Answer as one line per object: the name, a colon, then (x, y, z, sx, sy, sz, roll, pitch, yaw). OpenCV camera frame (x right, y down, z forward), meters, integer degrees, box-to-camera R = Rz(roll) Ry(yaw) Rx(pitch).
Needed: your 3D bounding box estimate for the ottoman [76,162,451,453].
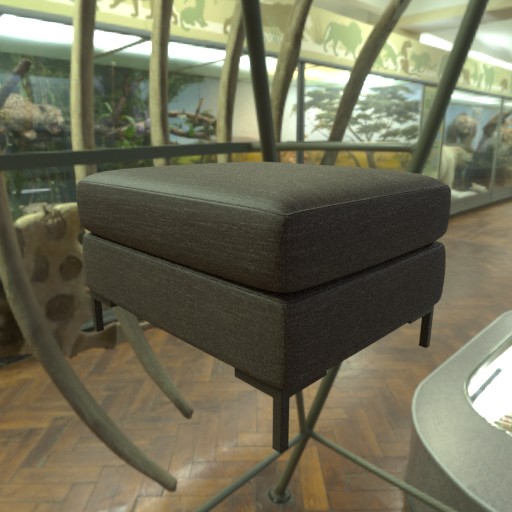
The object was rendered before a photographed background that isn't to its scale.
ottoman: (0.000, 0.000, 1.228, 0.671, 0.490, 0.820, -15, 21, -43)
